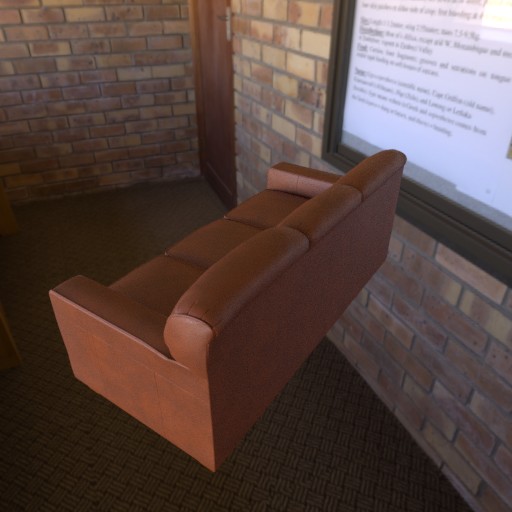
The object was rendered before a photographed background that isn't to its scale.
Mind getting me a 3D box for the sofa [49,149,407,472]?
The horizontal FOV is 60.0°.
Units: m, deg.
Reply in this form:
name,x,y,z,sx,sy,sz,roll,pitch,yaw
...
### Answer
name,x,y,z,sx,sy,sz,roll,pitch,yaw
sofa,0.000,0.000,2.568,1.008,0.953,2.039,20,37,28
